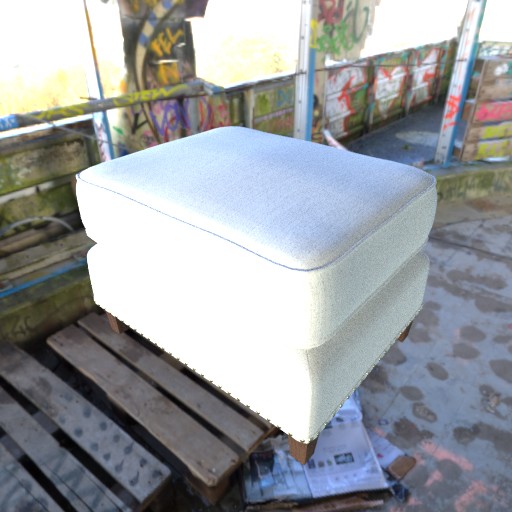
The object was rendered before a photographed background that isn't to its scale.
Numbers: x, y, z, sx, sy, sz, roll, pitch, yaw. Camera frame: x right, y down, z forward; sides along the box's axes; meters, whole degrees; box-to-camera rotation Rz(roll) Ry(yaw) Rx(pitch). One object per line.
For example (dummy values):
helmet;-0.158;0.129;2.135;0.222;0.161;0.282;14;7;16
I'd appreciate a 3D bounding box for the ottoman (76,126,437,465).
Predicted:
ottoman;0.000;0.000;1.158;0.738;0.537;0.589;23;38;33
